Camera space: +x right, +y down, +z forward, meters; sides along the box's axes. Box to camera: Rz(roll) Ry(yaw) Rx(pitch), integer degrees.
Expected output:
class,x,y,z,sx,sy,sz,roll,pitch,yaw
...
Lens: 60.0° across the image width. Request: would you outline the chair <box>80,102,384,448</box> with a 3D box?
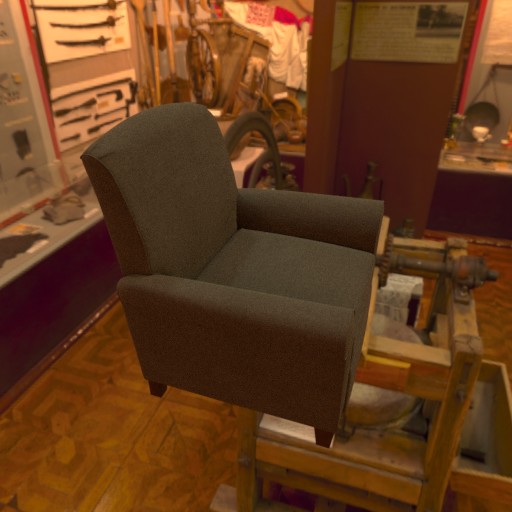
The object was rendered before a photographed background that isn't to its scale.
class,x,y,z,sx,sy,sz,roll,pitch,yaw
chair,0.000,0.000,1.744,0.905,1.061,0.978,10,32,17
